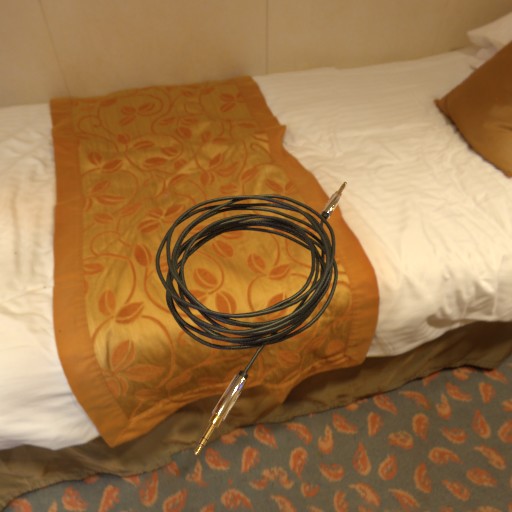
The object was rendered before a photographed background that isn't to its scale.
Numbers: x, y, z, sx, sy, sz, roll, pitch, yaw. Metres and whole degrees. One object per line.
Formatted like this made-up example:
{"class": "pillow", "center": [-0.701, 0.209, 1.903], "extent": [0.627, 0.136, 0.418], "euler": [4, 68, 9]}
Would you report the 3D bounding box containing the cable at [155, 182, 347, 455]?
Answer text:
{"class": "cable", "center": [0.000, 0.000, 0.520], "extent": [0.198, 0.069, 0.432], "euler": [21, 50, 19]}
